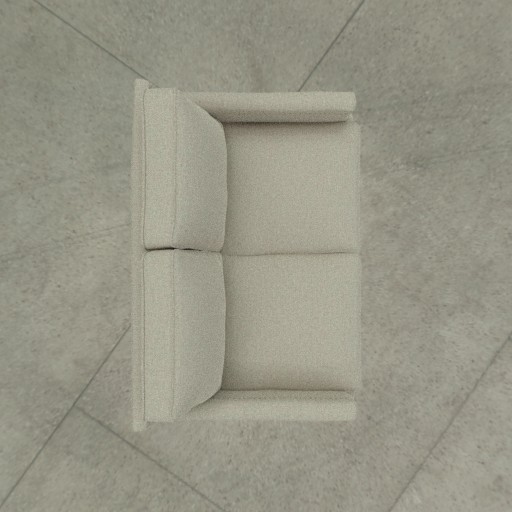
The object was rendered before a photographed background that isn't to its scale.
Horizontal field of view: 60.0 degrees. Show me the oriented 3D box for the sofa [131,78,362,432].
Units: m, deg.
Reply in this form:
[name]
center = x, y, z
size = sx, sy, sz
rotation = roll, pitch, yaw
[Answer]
[sofa]
center = 0.000, 0.000, 2.240
size = 1.084, 1.003, 1.597
rotation = 0, 89, -2
